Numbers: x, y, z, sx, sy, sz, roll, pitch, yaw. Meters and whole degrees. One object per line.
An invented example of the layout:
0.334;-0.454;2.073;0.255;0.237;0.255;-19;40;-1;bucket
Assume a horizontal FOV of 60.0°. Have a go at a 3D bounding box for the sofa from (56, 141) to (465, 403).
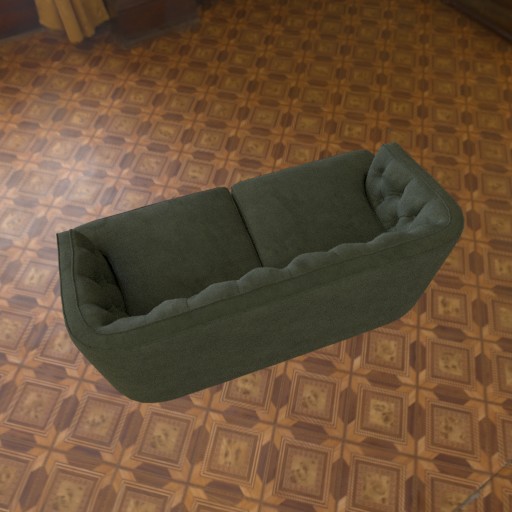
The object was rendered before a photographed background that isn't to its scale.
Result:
0.000;0.000;2.218;1.733;0.855;0.941;-17;59;-10;sofa
